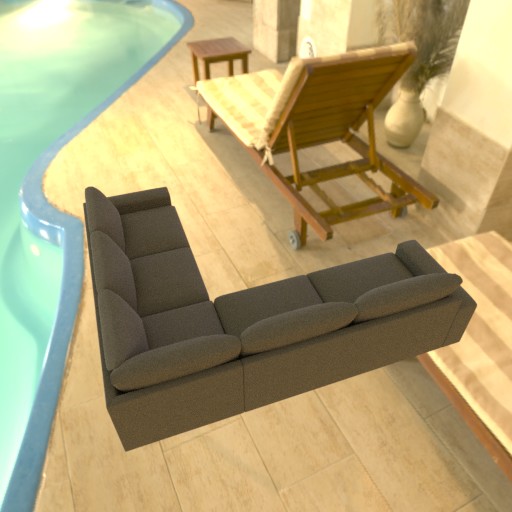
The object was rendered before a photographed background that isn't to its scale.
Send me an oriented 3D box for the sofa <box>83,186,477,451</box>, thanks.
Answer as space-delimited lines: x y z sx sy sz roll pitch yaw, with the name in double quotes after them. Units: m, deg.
0.000 0.000 4.727 3.277 0.965 2.895 -13 43 -15 "sofa"
